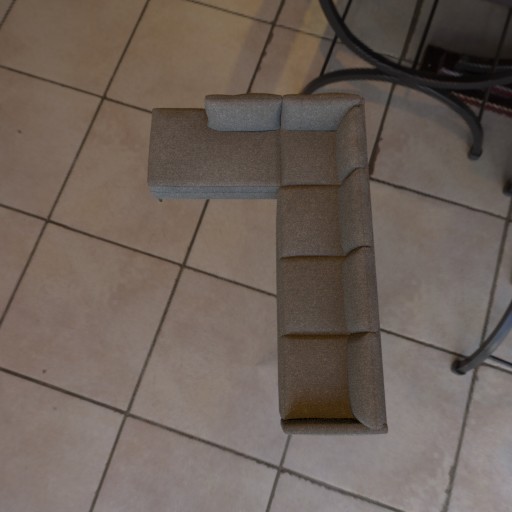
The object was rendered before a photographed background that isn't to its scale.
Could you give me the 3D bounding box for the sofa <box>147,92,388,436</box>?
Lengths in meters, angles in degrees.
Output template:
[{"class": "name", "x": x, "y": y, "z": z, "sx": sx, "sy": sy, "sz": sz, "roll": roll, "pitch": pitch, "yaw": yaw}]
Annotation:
[{"class": "sofa", "x": 0.000, "y": 0.000, "z": 3.896, "sx": 2.007, "sy": 0.815, "sz": 2.949, "roll": 0, "pitch": 76, "yaw": 0}]
